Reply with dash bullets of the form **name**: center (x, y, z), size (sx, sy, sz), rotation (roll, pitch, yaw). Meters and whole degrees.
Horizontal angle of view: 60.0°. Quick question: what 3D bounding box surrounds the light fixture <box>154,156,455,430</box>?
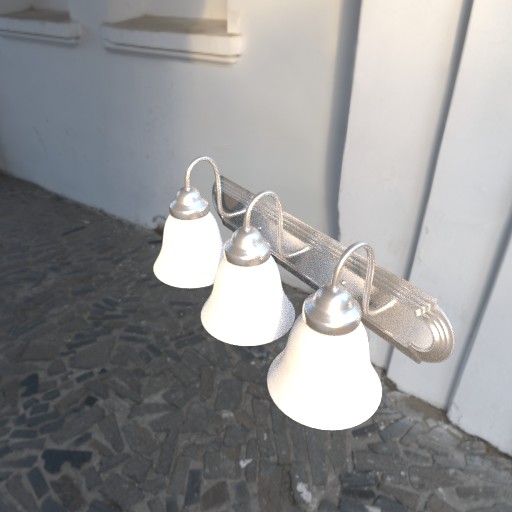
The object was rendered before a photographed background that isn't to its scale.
- **light fixture**: center (0.000, 0.000, 0.726), size (0.199, 0.222, 0.610), rotation (-21, 38, -30)
